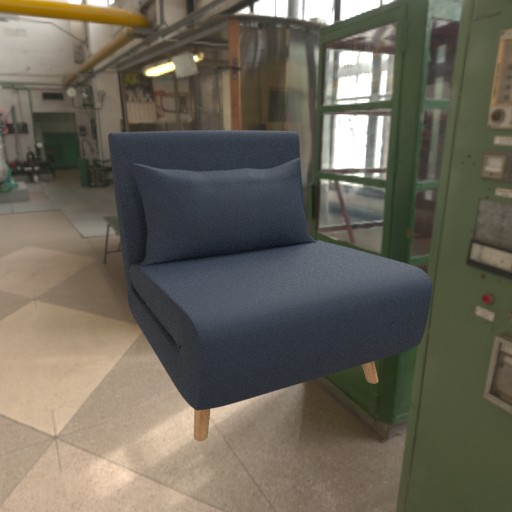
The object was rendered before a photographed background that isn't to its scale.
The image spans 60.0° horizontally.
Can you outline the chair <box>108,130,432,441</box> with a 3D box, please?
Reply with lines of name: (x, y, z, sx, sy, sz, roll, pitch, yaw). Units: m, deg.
chair: (0.000, 0.000, 1.493, 0.770, 0.808, 0.900, -8, 18, -26)
